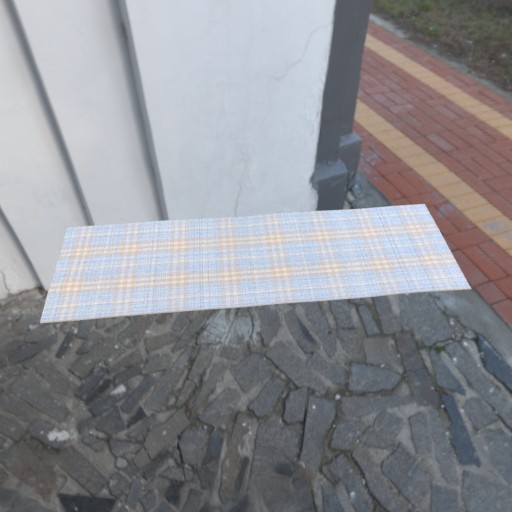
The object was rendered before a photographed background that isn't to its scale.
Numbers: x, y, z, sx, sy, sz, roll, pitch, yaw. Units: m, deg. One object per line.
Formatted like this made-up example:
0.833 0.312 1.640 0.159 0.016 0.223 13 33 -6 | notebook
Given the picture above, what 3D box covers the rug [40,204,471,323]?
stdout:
0.000 0.000 2.750 2.439 0.013 0.762 -4 47 -4 | rug
